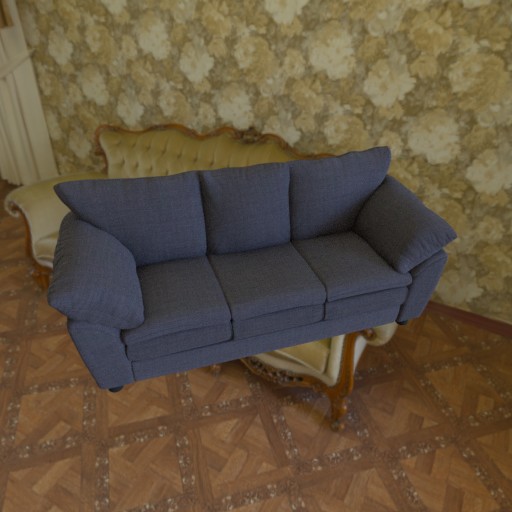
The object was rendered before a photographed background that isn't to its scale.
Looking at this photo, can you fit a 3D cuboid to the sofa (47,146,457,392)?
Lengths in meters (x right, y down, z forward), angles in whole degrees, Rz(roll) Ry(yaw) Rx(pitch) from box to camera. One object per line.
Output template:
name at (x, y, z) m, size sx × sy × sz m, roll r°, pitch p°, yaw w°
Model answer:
sofa at (0.000, 0.000, 2.820) m, size 2.336 × 1.080 × 0.883 m, roll -10°, pitch 34°, yaw -15°
